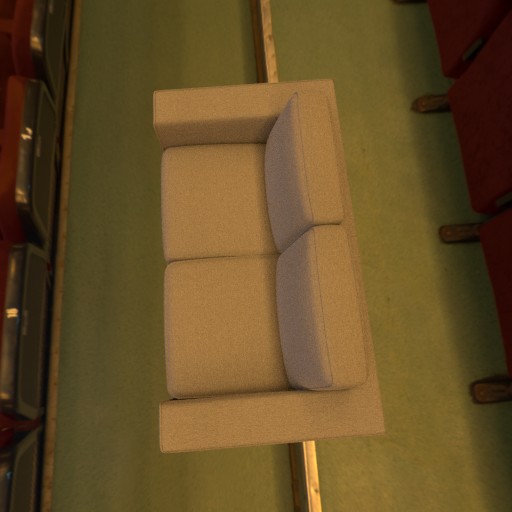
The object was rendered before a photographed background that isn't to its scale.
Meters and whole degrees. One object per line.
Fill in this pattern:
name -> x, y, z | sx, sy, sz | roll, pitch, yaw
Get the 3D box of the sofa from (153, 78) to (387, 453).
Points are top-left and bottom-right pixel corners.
sofa -> 0.000, 0.000, 2.349 | 1.007, 0.924, 1.812 | -4, 74, -1
